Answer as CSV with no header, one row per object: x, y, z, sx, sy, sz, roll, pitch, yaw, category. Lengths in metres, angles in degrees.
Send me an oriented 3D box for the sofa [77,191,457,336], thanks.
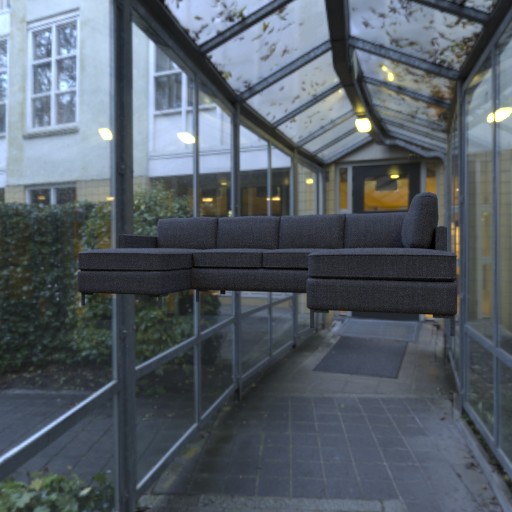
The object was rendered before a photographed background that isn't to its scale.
0.000,0.000,4.358,3.423,0.999,2.048,0,1,18,sofa
